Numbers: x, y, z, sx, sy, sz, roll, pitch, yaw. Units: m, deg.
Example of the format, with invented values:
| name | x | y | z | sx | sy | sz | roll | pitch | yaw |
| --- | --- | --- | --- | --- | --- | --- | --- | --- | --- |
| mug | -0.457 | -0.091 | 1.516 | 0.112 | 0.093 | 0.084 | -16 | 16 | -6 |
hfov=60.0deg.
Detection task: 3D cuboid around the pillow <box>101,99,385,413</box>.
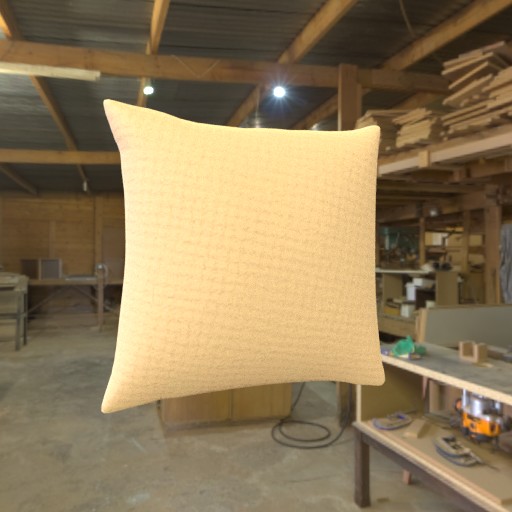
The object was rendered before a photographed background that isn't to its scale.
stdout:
| name | x | y | z | sx | sy | sz | roll | pitch | yaw |
| --- | --- | --- | --- | --- | --- | --- | --- | --- | --- |
| pillow | 0.000 | 0.000 | 0.636 | 0.419 | 0.407 | 0.173 | 0 | 0 | -17 |
